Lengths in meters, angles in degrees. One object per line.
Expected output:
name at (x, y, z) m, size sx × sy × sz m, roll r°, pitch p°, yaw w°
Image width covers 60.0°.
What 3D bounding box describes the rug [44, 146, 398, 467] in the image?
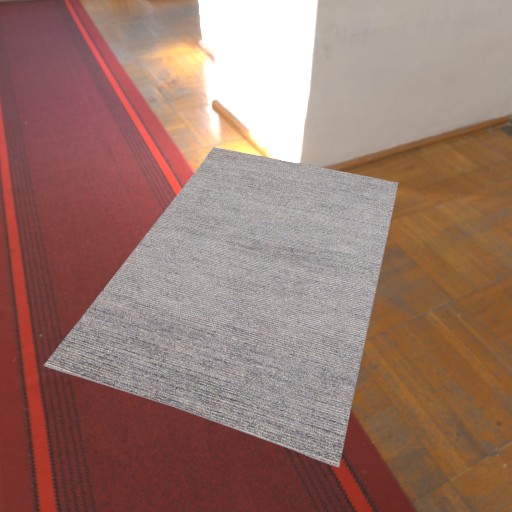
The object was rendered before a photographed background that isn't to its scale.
rug at (0.000, 0.000, 2.948) m, size 1.604 × 0.030 × 2.307 m, roll 14°, pitch 47°, yaw 14°
